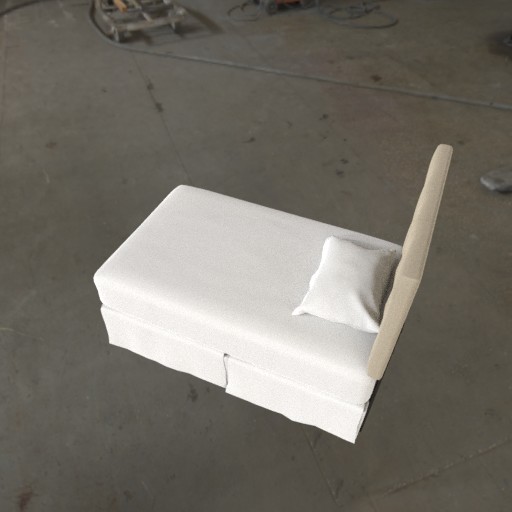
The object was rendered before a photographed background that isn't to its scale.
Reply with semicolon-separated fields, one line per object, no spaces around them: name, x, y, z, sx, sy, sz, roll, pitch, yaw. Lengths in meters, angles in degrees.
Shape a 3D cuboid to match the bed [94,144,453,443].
bed;0.000;0.000;3.001;1.997;1.571;1.261;18;48;17
